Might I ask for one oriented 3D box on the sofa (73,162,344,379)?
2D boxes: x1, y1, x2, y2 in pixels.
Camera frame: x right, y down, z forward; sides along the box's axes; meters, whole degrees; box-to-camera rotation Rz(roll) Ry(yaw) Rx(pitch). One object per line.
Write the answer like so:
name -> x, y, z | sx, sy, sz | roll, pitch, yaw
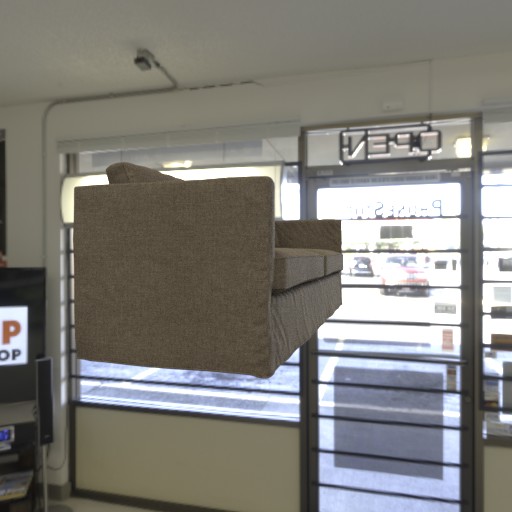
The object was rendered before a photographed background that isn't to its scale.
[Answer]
sofa -> 0.000, 0.000, 3.305 | 1.036, 0.998, 2.779 | 0, 1, 17
